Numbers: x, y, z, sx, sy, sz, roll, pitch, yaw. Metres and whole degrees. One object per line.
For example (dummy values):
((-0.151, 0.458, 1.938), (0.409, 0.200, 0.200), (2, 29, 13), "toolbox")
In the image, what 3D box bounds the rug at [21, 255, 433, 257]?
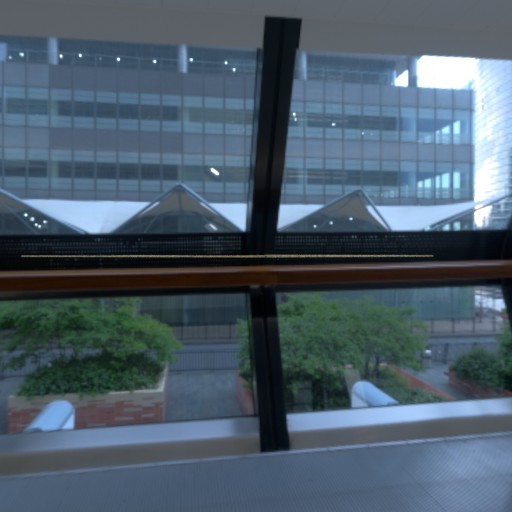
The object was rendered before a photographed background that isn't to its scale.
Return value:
((0.000, 0.000, 4.219), (2.437, 0.014, 3.201), (0, 0, 36), "rug")
